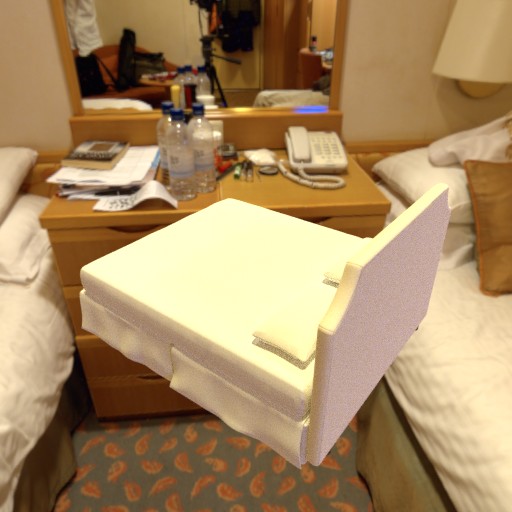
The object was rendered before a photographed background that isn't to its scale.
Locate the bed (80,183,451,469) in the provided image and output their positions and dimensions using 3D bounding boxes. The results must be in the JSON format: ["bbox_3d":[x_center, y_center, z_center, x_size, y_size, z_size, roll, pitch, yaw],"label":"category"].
[{"bbox_3d":[0.000,0.000,4.211,2.773,1.590,2.350,21,36,32],"label":"bed"}]
